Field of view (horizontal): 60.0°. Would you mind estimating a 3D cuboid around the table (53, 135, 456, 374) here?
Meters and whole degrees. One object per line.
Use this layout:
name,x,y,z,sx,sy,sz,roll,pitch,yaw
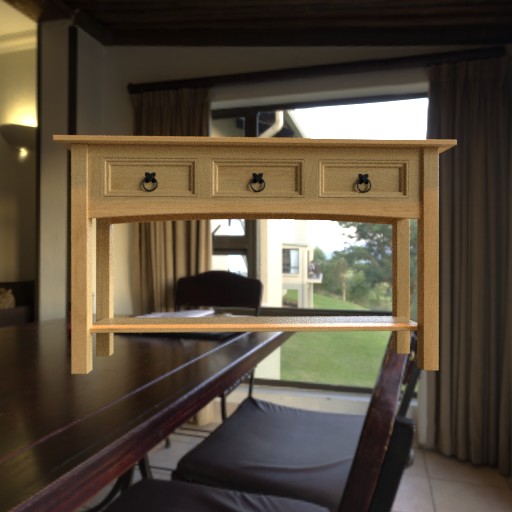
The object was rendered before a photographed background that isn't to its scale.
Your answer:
table,0.000,0.000,1.535,1.240,0.730,0.350,0,0,-2
